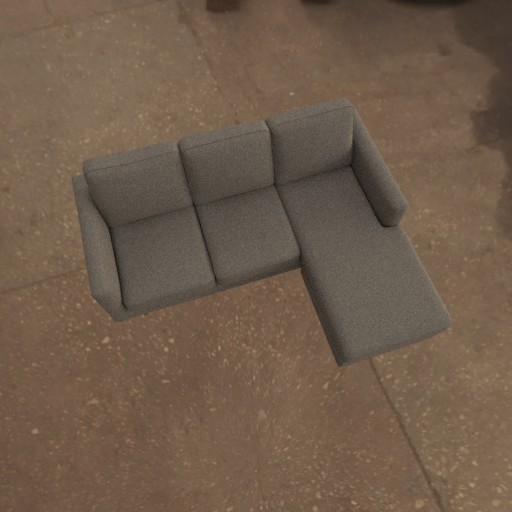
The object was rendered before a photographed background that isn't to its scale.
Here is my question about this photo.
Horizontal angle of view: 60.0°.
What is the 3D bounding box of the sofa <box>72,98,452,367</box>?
[{"bbox_3d":[0.000,0.000,2.938,2.055,0.957,1.667,-16,65,-8],"label":"sofa"}]
